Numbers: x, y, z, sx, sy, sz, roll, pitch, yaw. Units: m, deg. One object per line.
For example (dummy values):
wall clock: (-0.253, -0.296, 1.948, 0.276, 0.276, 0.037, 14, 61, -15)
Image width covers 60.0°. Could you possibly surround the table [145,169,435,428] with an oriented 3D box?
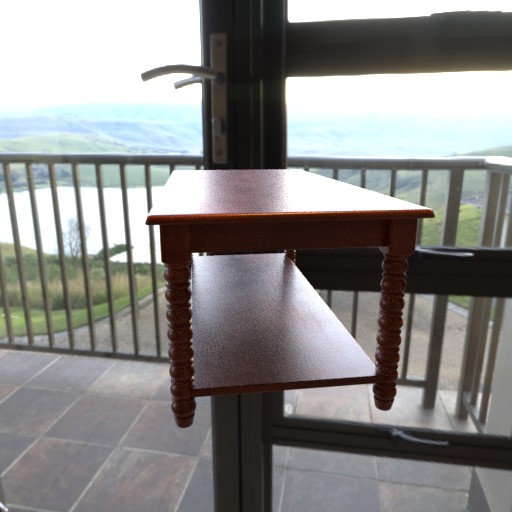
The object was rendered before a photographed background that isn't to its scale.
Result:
table: (0.000, 0.000, 1.478, 0.580, 0.485, 1.171, -2, 15, -8)
